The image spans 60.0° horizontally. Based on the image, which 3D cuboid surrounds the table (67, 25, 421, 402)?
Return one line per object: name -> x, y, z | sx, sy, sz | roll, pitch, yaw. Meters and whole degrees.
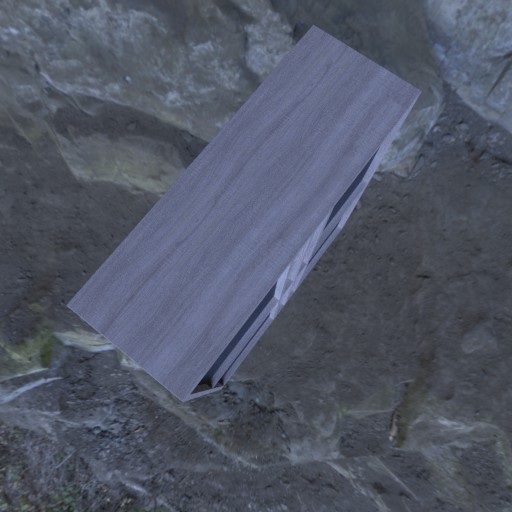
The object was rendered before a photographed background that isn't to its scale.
table -> 0.000, 0.000, 1.906 | 0.398, 1.388, 1.111 | 36, 78, 9
